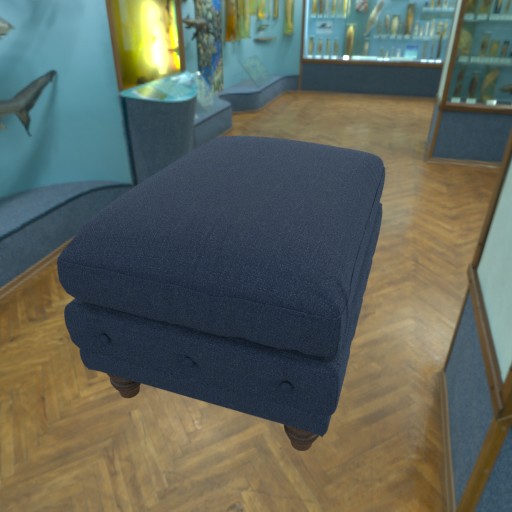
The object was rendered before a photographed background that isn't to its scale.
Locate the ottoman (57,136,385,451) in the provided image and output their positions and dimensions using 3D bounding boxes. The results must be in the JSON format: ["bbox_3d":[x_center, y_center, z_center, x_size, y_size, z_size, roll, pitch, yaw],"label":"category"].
[{"bbox_3d":[0.000,0.000,1.121,0.558,0.486,0.767,10,32,17],"label":"ottoman"}]
